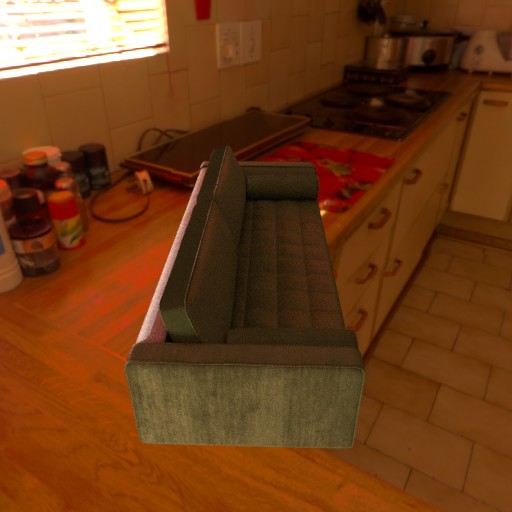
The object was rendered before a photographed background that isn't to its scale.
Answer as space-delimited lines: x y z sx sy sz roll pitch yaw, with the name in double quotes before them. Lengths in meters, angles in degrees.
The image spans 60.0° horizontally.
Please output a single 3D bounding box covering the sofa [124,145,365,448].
"sofa" 0.000 0.000 2.646 0.918 0.769 2.199 1 32 1
